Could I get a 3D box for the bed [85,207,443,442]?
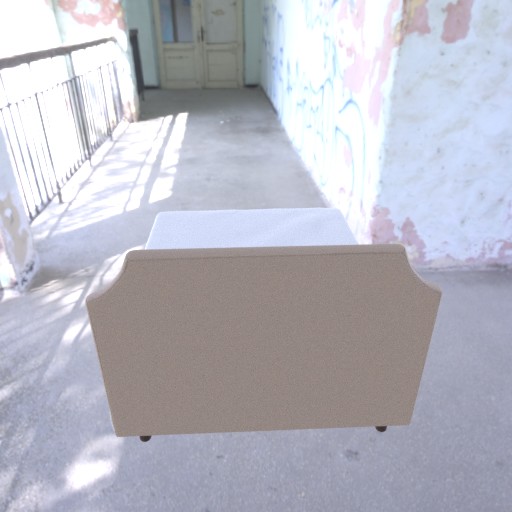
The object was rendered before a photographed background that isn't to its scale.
[{"bbox_3d":[0.000,0.000,4.139,2.350,1.590,2.773,-1,29,-2],"label":"bed"}]
